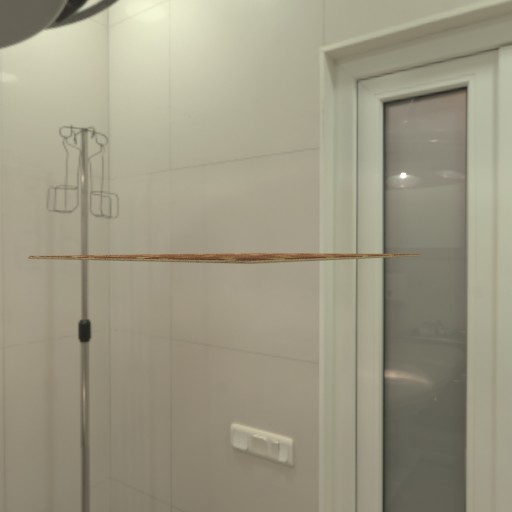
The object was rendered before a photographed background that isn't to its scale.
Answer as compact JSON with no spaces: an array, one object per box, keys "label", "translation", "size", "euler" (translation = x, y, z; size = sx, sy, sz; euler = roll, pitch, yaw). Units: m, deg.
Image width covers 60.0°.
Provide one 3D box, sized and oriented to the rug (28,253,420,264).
[{"label":"rug","translation":[0.000,0.000,2.997],"size":[1.555,0.016,2.286],"euler":[1,1,35]}]
